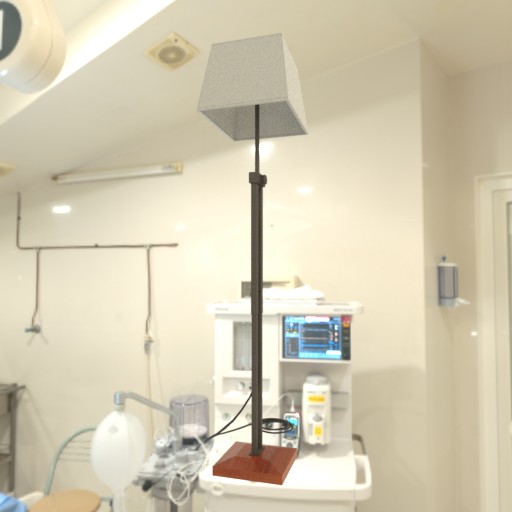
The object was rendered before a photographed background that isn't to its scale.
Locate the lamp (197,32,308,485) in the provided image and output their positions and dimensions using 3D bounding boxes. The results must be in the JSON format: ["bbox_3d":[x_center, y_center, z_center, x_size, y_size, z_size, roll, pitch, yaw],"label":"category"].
[{"bbox_3d":[0.000,0.000,2.004,0.472,1.712,0.745,-1,-3,17],"label":"lamp"}]
